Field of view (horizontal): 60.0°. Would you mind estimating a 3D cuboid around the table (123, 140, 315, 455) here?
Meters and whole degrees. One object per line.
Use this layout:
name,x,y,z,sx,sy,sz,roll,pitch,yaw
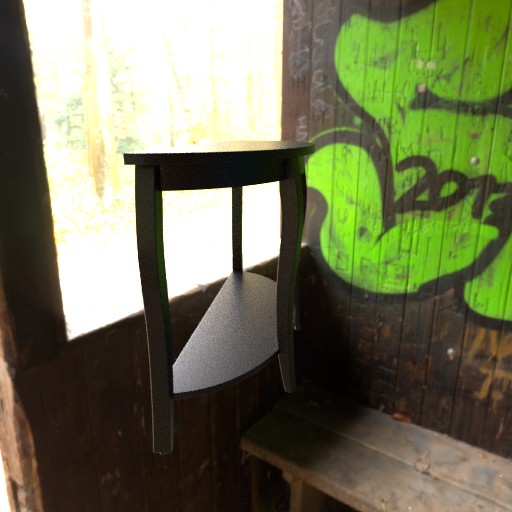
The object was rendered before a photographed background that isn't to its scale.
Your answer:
table,0.000,0.000,1.594,0.394,0.780,1.219,2,16,8
